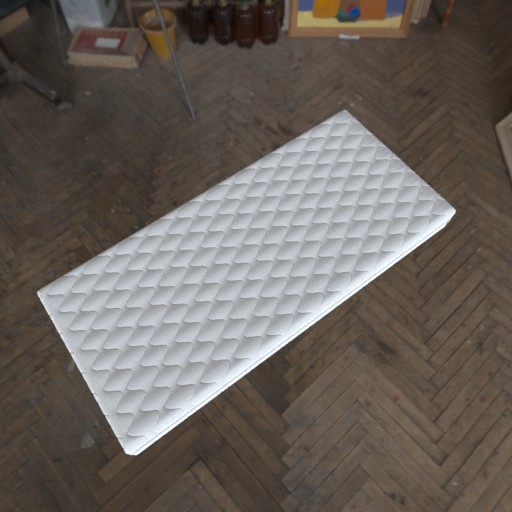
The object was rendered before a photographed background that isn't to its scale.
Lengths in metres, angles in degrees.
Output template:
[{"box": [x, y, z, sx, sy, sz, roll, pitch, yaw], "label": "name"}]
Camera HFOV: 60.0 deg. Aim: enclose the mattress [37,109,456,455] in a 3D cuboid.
[{"box": [0.000, 0.000, 2.317, 2.000, 0.200, 0.900, -33, 68, -15], "label": "mattress"}]
